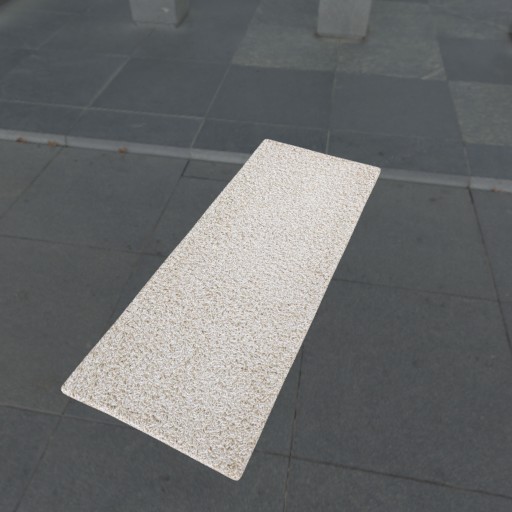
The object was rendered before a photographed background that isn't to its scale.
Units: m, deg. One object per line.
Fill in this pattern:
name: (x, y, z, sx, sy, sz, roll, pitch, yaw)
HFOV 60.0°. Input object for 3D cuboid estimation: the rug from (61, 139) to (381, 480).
rug: (0.000, 0.000, 1.733, 0.609, 0.030, 1.524, 19, 50, 17)
